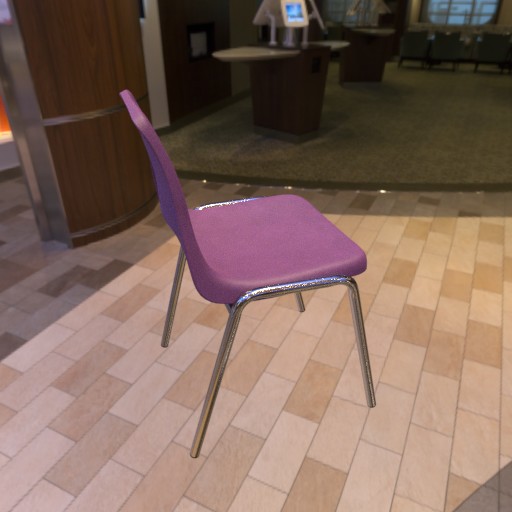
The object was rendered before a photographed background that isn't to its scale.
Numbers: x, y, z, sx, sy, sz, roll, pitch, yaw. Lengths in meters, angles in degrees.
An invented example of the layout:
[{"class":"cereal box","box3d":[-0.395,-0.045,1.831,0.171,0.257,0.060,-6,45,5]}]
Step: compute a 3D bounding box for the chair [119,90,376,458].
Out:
[{"class":"chair","box3d":[0.000,0.000,0.902,0.432,0.654,0.381,-11,32,-17]}]
